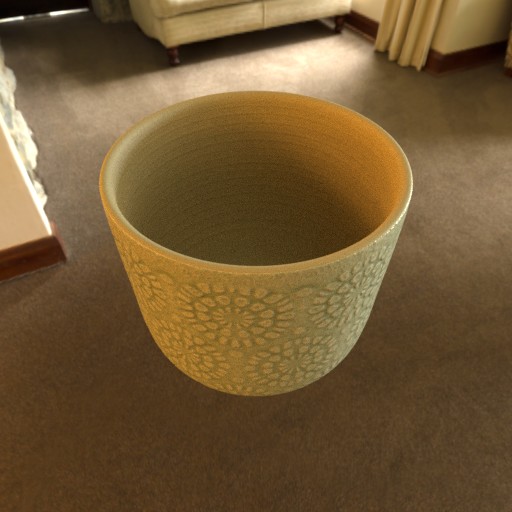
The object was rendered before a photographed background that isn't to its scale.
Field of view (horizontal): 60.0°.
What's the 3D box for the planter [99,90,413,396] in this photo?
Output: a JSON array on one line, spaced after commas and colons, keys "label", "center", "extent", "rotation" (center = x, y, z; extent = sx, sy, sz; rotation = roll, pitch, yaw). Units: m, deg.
[{"label": "planter", "center": [0.000, 0.000, 0.300], "extent": [0.169, 0.153, 0.169], "rotation": [0, 46, 0]}]
